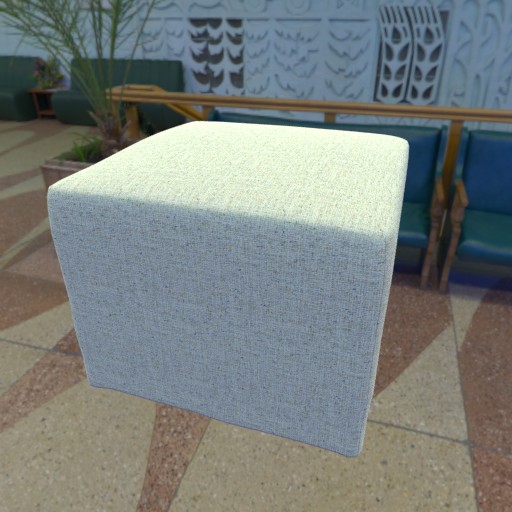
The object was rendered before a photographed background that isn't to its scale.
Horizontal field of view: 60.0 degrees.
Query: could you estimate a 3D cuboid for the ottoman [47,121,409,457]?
[{"bbox_3d":[0.000,0.000,0.884,0.521,0.453,0.512,9,30,17],"label":"ottoman"}]
